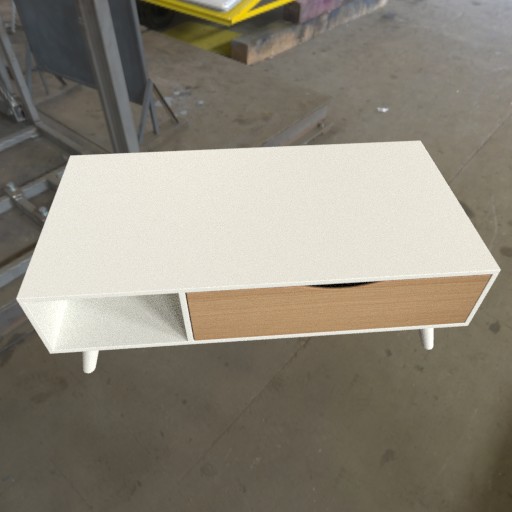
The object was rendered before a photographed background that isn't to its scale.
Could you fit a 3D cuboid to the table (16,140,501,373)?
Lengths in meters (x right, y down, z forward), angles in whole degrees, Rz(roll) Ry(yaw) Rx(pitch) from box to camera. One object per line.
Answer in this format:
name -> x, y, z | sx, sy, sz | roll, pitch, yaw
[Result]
table -> 0.000, 0.000, 1.453 | 1.194, 0.432, 0.609 | -3, 46, -3
